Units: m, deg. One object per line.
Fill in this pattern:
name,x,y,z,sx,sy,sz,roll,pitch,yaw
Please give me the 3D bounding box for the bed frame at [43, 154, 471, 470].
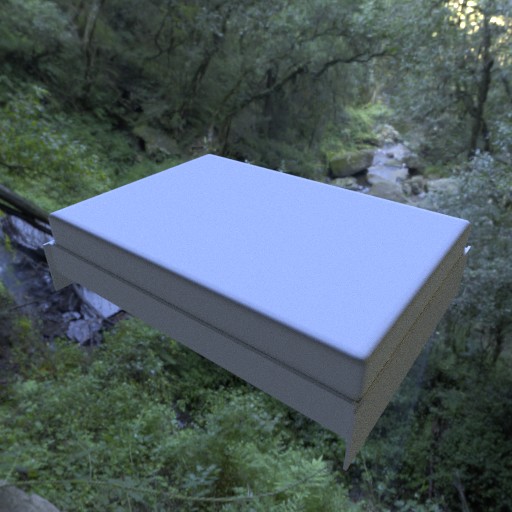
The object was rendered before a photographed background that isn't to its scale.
bed frame,0.000,0.000,2.543,1.945,0.497,1.445,21,37,31
